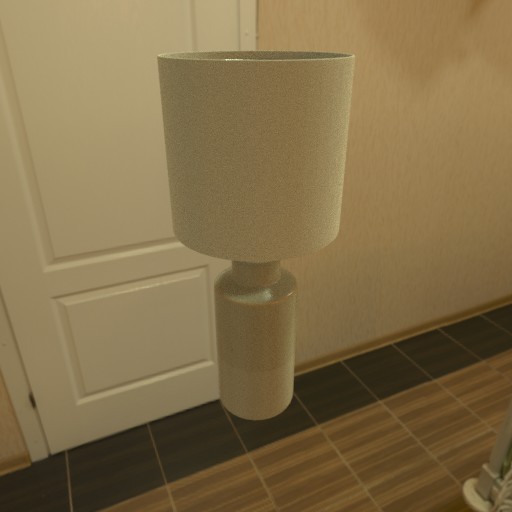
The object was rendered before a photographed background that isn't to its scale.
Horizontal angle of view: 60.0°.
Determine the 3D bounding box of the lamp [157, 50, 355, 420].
[{"bbox_3d":[0.000,0.000,0.595,0.212,0.493,0.212,18,32,32],"label":"lamp"}]
